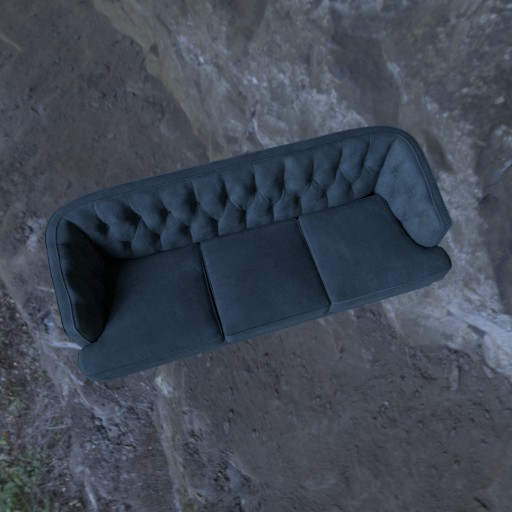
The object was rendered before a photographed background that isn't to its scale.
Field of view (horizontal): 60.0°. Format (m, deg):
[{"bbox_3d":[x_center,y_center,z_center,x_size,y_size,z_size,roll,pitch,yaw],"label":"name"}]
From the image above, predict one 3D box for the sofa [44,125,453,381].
[{"bbox_3d":[0.000,0.000,2.779,2.278,0.855,0.941,-15,64,-8],"label":"sofa"}]
